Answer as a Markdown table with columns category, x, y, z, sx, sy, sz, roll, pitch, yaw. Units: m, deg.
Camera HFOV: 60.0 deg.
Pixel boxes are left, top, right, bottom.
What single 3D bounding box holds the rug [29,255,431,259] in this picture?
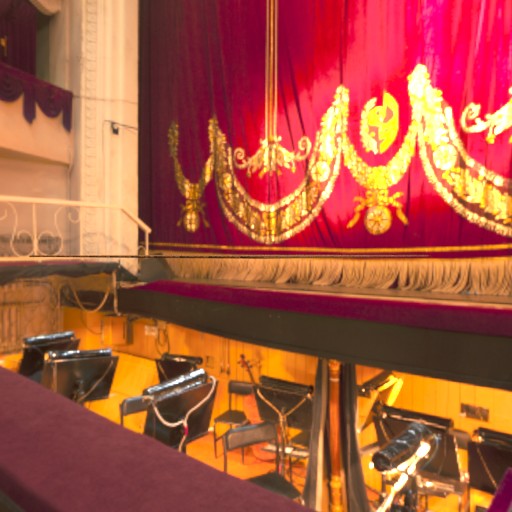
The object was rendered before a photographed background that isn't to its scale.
| category | x | y | z | sx | sy | sz | roll | pitch | yaw |
| --- | --- | --- | --- | --- | --- | --- | --- | --- | --- |
| rug | 0.000 | 0.000 | 2.294 | 1.278 | 0.009 | 1.726 | 0 | 0 | 37 |
